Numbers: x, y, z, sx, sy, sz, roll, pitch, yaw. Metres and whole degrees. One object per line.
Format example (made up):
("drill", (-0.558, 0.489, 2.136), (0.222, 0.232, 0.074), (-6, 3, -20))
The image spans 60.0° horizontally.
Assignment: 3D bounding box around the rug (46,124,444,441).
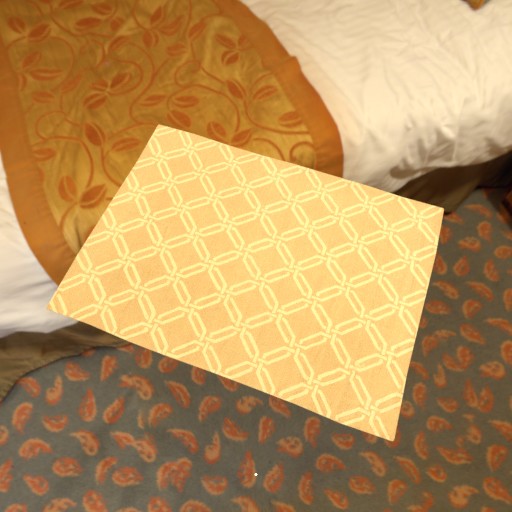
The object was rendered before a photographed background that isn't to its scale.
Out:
("rug", (0.000, 0.000, 4.430), (3.365, 0.020, 2.452), (18, 65, 9))
